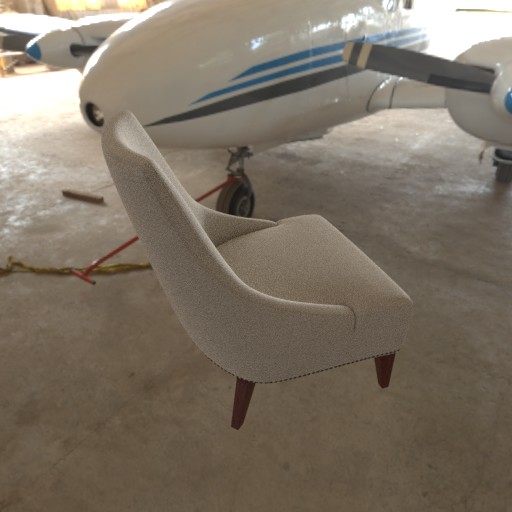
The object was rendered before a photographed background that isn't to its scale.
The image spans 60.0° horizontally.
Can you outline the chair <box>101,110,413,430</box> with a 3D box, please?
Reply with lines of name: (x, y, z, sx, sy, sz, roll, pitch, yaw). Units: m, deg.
chair: (0.000, 0.000, 1.507, 0.861, 0.909, 0.701, -10, 32, -17)
